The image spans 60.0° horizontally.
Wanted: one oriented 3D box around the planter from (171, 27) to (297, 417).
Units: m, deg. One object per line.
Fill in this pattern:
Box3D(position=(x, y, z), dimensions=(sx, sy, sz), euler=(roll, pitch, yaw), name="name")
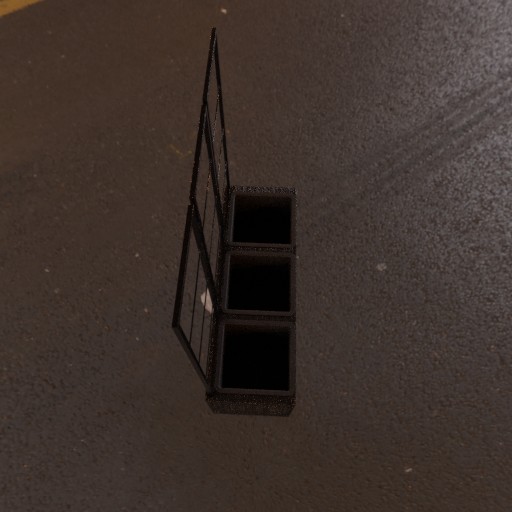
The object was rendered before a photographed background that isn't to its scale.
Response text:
Box3D(position=(0.000, 0.000, 1.172), dimensions=(0.244, 0.841, 0.698), euler=(2, 63, 1), name="planter")
